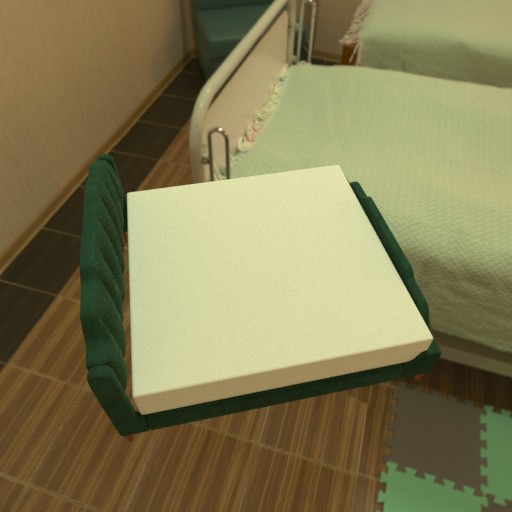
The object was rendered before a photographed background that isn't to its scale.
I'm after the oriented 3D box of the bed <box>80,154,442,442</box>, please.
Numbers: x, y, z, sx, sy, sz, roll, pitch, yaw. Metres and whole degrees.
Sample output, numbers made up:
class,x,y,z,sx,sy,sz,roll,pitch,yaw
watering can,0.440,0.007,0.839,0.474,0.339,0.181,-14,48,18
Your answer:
class,x,y,z,sx,sy,sz,roll,pitch,yaw
bed,0.000,0.000,3.528,2.340,1.245,2.074,-9,49,-8
